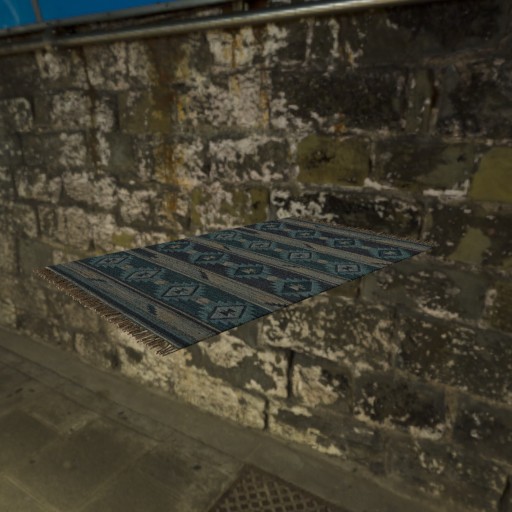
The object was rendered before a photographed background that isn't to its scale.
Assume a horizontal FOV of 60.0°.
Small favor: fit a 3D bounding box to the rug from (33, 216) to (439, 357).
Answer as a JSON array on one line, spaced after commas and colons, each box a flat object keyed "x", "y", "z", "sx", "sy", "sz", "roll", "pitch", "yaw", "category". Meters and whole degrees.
[{"x": 0.000, "y": 0.000, "z": 2.404, "sx": 1.936, "sy": 0.028, "sz": 1.181, "roll": -15, "pitch": 22, "yaw": -41, "category": "rug"}]
